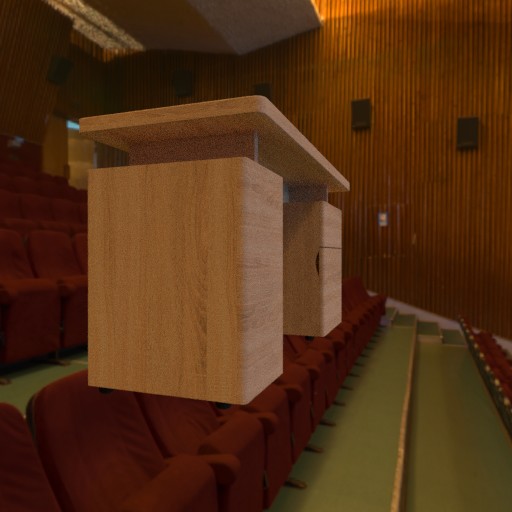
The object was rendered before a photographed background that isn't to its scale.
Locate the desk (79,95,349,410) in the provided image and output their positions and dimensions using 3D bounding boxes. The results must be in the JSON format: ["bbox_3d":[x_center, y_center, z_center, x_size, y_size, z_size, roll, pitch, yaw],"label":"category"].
[{"bbox_3d":[0.000,0.000,1.786,0.550,0.760,1.400,0,0,20],"label":"desk"}]
